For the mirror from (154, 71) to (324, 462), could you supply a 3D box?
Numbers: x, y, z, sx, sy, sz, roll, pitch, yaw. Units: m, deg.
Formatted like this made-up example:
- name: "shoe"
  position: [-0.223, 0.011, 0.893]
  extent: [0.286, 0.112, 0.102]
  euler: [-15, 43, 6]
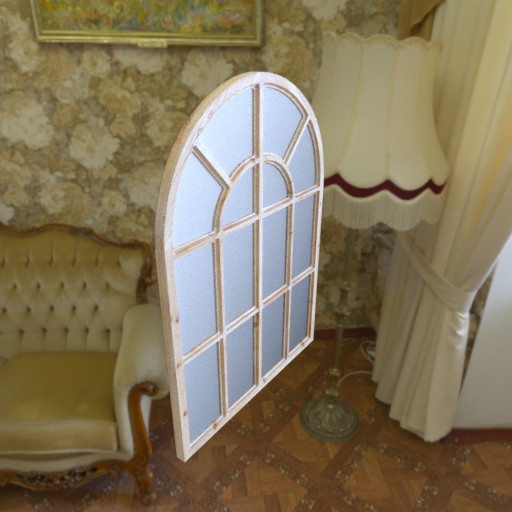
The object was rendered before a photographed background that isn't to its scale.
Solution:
- name: "mirror"
  position: [0.000, 0.000, 1.197]
  extent: [0.032, 0.920, 0.660]
  euler: [18, 30, 33]
